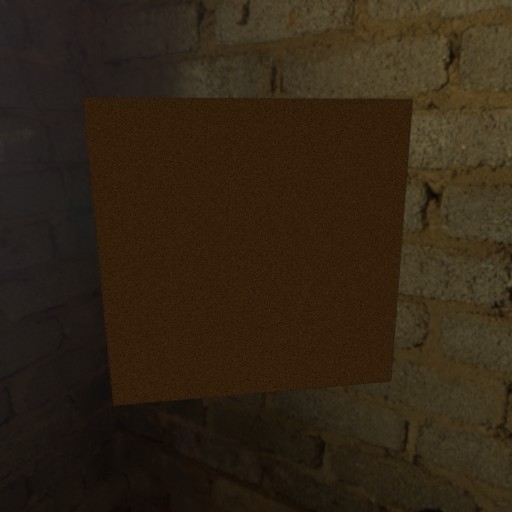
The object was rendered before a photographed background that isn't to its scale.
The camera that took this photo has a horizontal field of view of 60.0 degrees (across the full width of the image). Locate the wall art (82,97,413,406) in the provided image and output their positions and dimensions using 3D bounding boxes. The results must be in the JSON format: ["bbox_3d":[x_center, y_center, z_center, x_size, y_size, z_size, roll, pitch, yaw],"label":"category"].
[{"bbox_3d":[0.000,0.000,0.900,0.611,0.608,0.042,-2,15,-8],"label":"wall art"}]
